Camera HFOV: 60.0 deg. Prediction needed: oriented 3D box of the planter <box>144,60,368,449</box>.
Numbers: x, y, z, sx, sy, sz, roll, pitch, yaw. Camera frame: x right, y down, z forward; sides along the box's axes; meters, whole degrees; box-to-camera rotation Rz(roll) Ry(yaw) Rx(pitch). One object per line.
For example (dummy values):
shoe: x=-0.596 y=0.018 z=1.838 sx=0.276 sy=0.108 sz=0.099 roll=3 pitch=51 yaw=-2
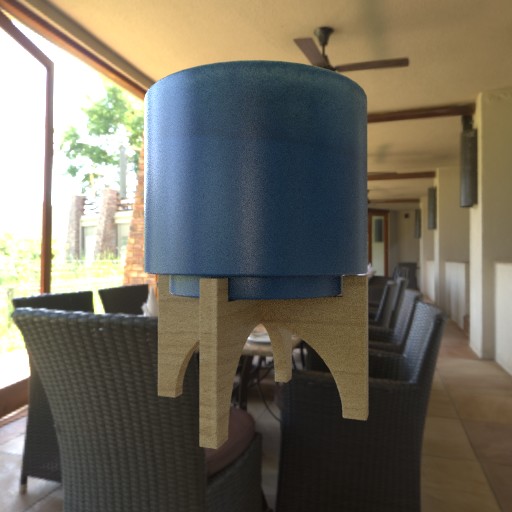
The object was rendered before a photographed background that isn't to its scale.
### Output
planter: x=0.000 y=0.000 z=0.393 sx=0.192 sy=0.263 sz=0.192 roll=0 pitch=-1 yaw=0
